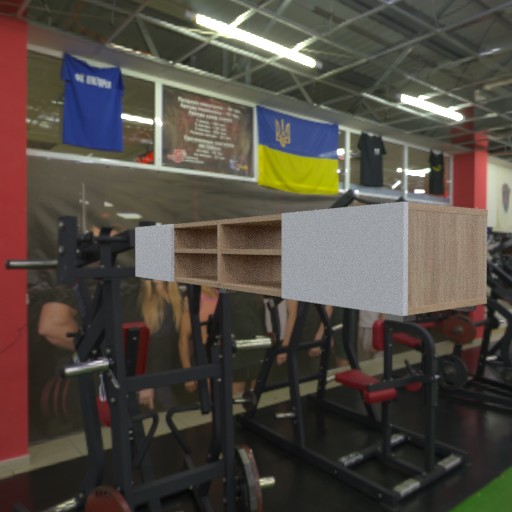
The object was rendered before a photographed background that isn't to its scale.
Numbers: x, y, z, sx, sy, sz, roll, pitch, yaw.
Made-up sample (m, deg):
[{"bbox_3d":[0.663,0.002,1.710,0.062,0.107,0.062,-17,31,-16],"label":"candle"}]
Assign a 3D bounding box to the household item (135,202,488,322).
[{"bbox_3d":[0.000,0.000,1.992,0.420,0.310,1.850,-1,1,-36],"label":"household item"}]
